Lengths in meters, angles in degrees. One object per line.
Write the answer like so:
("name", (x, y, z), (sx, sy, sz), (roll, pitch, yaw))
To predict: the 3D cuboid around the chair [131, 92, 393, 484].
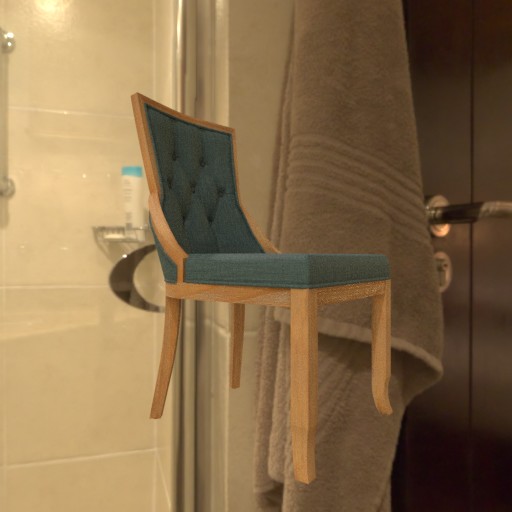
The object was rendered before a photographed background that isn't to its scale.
("chair", (0.000, 0.000, 1.312), (0.641, 0.947, 0.524), (0, 0, 36))
